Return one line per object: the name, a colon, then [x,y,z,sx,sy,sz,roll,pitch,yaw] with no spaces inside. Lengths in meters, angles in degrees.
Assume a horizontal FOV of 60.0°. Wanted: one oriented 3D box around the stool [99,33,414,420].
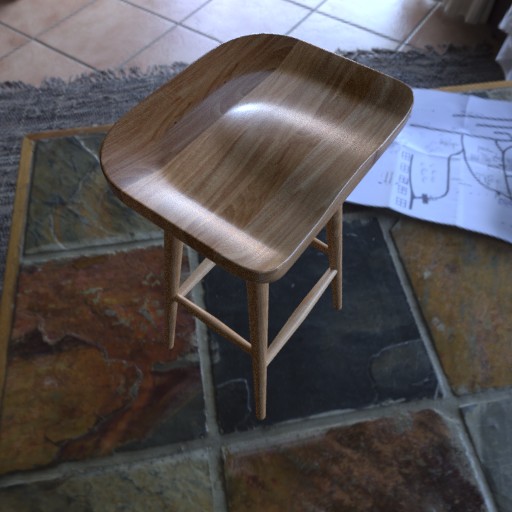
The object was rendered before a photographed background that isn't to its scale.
stool: [0.000,0.000,0.912,0.322,0.698,0.407,32,63,19]
